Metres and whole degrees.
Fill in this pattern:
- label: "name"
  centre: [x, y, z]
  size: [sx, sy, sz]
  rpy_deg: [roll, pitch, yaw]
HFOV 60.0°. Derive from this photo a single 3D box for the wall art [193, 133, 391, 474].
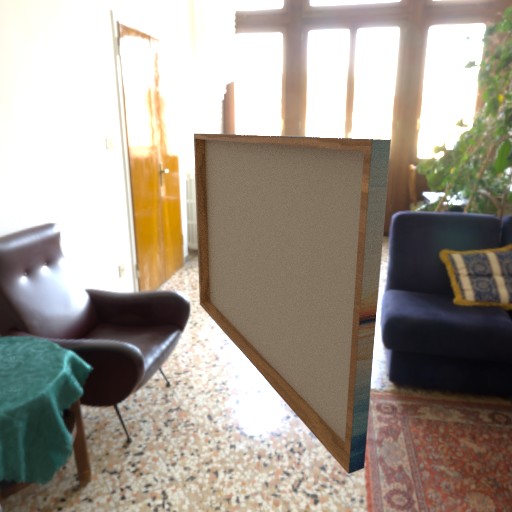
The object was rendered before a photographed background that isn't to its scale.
- label: "wall art"
  centre: [0.000, 0.000, 1.148]
  size: [0.037, 0.605, 0.911]
  rpy_deg: [-7, 18, -24]
